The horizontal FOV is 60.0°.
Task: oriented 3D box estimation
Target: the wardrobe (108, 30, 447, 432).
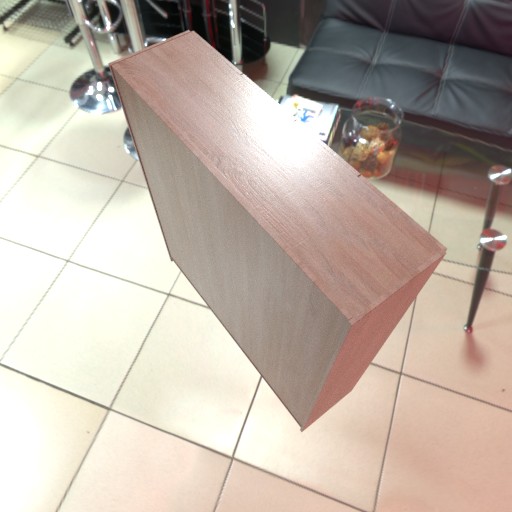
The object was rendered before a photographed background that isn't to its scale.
[{"bbox_3d":[0.000,0.000,3.109,0.598,2.159,1.998,-33,64,-18],"label":"wardrobe"}]
